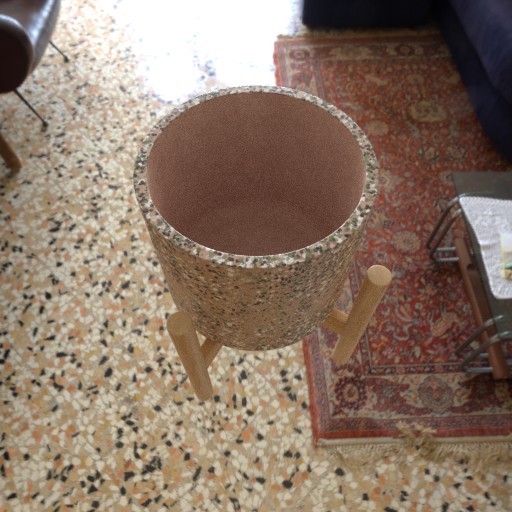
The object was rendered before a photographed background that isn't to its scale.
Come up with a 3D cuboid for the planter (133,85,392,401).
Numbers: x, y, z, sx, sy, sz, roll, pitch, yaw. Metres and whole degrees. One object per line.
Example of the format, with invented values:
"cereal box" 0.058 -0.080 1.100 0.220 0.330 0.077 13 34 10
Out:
"planter" 0.000 0.000 0.540 0.284 0.320 0.284 -33 64 -19
